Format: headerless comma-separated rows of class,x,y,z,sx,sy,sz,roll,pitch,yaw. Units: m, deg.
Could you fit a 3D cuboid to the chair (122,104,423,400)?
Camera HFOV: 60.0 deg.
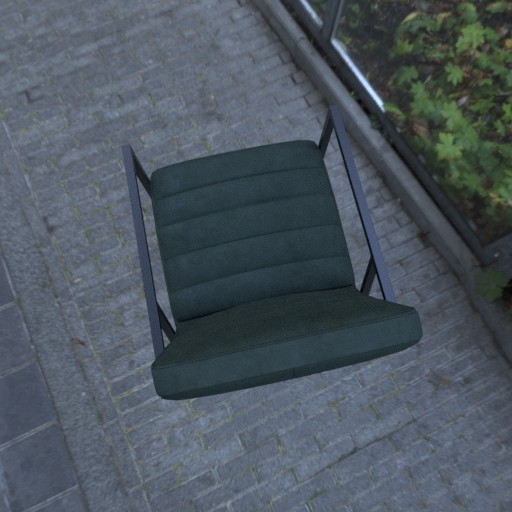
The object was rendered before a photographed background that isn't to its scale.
chair,0.000,0.000,1.271,0.571,0.833,0.677,-12,76,-3
